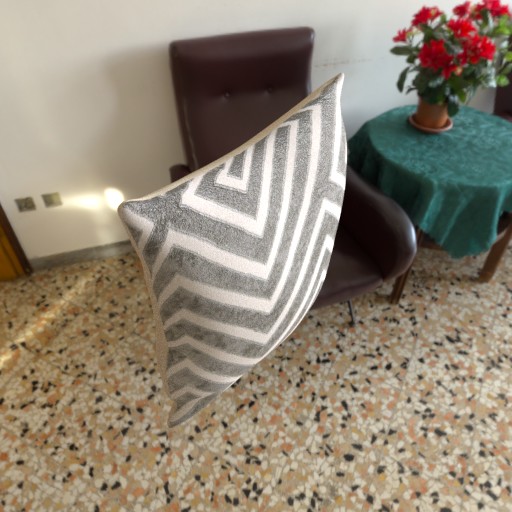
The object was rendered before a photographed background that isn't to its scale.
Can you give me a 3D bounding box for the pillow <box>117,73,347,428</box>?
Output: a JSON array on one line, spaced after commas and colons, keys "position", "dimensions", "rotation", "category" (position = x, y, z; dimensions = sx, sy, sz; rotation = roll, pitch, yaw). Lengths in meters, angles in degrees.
[{"position": [0.000, 0.000, 0.682], "dimensions": [0.182, 0.441, 0.440], "rotation": [28, 50, 26], "category": "pillow"}]
